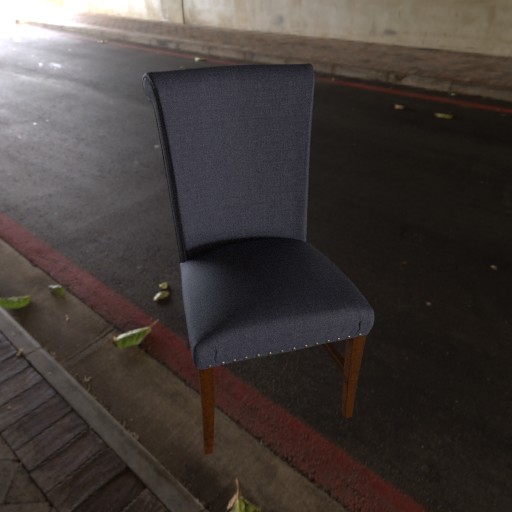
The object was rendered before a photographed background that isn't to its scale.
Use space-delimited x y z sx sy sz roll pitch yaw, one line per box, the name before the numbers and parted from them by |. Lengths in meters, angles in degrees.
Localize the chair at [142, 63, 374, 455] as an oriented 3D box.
chair | 0.000 0.000 1.343 0.513 0.988 0.608 -9 34 -14
